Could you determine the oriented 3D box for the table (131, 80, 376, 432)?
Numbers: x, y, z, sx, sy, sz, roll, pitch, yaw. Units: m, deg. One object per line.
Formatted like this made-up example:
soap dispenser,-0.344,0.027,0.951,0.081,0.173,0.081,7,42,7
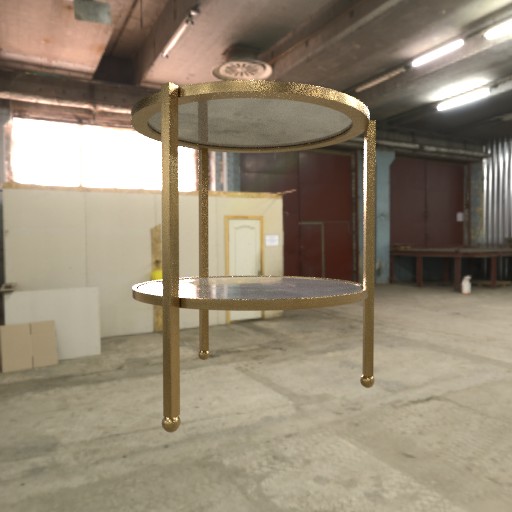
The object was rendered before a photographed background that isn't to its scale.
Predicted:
table,0.000,0.000,0.449,0.243,0.269,0.231,0,2,0
